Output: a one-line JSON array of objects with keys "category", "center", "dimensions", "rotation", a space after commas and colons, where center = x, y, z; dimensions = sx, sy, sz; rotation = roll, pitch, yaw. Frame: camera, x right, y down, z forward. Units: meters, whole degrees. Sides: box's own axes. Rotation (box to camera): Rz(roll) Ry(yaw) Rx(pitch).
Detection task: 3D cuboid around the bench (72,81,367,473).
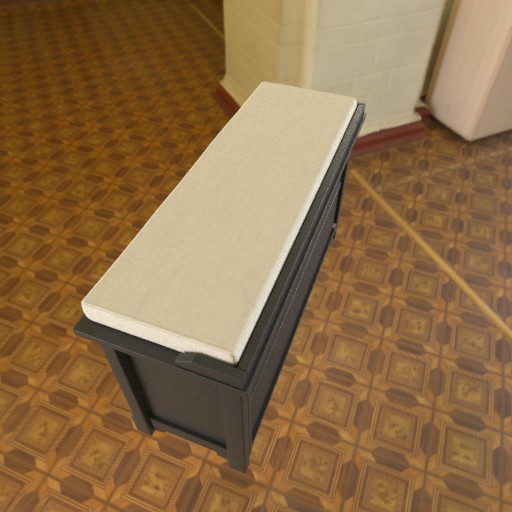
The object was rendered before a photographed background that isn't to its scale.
[{"category": "bench", "center": [0.000, 0.000, 1.238], "dimensions": [0.345, 0.561, 0.973], "rotation": [16, 49, 14]}]
